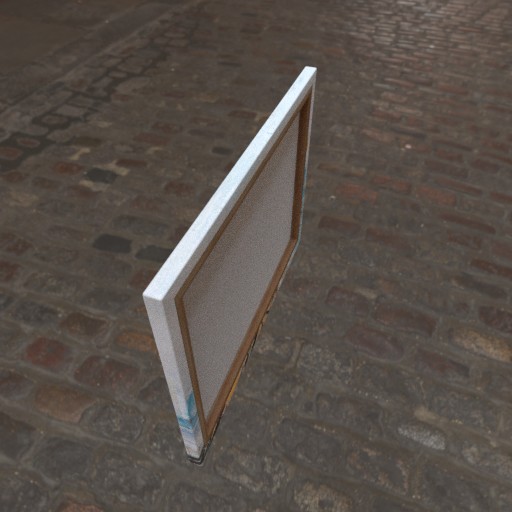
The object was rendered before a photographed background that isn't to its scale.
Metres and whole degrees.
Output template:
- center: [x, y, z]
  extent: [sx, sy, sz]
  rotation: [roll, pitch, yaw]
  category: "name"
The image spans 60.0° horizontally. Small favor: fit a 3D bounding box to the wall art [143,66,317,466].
- center: [0.000, 0.000, 1.354]
  extent: [0.038, 0.762, 1.016]
  rotation: [15, 47, 14]
  category: "wall art"
